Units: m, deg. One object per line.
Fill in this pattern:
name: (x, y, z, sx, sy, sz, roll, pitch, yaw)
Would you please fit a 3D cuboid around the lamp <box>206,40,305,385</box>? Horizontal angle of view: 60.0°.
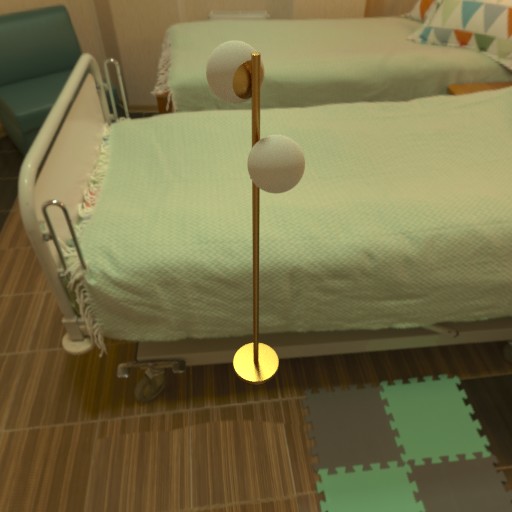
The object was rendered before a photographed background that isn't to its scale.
lamp: (0.000, 0.000, 1.866, 0.249, 1.641, 0.419, -26, 49, -25)
